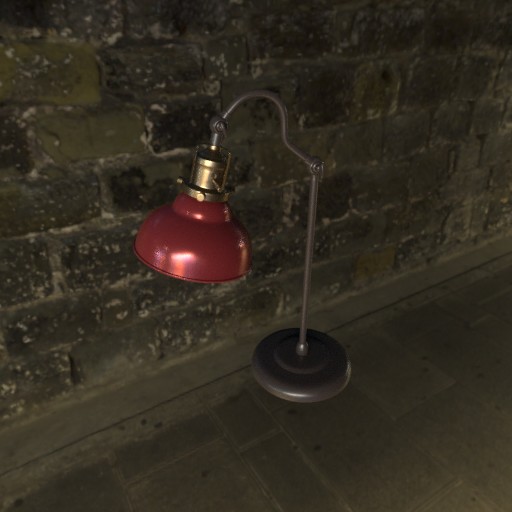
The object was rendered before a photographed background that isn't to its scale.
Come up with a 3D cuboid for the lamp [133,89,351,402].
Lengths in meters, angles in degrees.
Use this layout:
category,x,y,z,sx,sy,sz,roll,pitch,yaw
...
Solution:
category,x,y,z,sx,sy,sz,roll,pitch,yaw
lamp,0.000,0.000,0.714,0.374,0.508,0.192,-8,30,-15
